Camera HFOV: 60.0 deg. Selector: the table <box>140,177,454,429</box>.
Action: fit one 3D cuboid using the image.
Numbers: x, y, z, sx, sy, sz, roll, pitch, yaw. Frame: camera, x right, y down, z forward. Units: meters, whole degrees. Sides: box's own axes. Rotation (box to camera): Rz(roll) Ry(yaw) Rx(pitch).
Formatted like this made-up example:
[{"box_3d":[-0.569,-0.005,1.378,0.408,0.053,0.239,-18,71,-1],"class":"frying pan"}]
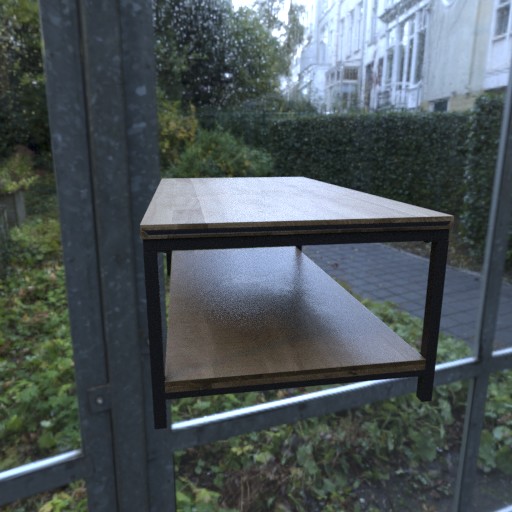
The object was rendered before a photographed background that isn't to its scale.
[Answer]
[{"box_3d":[0.000,0.000,1.341,0.574,0.393,1.062,-2,14,-9],"class":"table"}]
